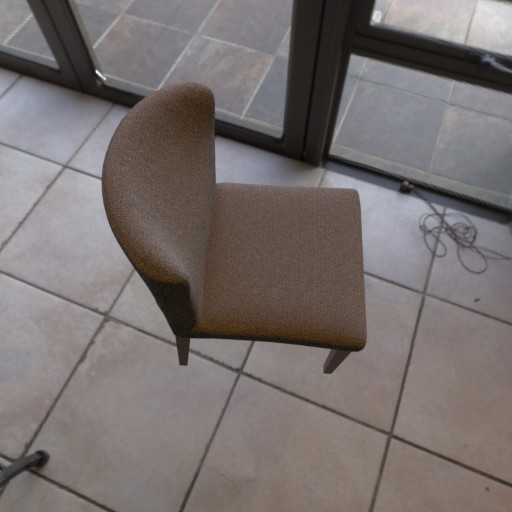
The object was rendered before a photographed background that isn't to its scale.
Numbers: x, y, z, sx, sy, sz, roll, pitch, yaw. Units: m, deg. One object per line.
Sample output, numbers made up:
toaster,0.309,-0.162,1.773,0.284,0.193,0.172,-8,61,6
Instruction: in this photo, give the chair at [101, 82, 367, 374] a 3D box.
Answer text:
chair,0.000,0.000,1.217,0.589,0.839,0.491,3,63,2
